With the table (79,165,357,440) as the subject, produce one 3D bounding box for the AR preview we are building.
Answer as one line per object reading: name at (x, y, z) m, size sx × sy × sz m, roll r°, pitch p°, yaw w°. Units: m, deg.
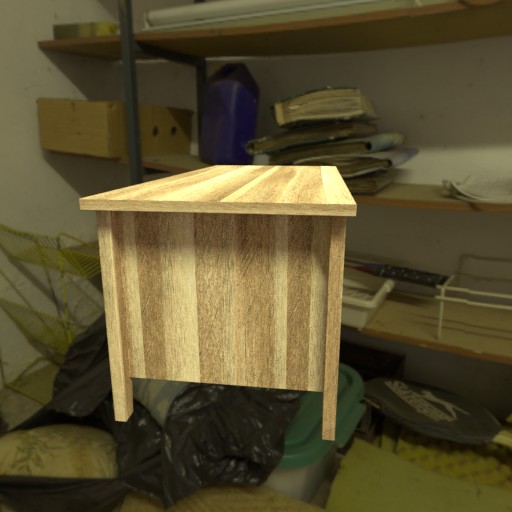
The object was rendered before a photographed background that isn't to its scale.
table at (0.000, 0.000, 1.354) m, size 0.493 × 0.480 × 1.095 m, roll 2°, pitch 15°, yaw 8°
